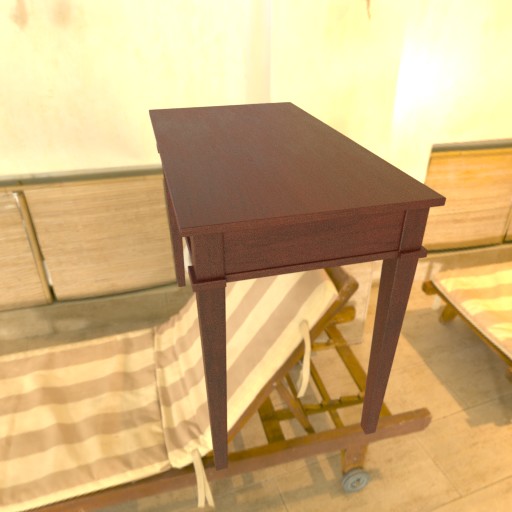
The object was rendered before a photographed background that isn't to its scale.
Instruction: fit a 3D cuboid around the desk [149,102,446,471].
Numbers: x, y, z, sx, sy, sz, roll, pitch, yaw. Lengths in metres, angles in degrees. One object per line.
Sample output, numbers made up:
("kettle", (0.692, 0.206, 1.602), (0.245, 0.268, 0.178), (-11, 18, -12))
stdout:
("desk", (0.000, 0.000, 1.464), (0.549, 0.762, 1.001), (-8, 31, -13))
